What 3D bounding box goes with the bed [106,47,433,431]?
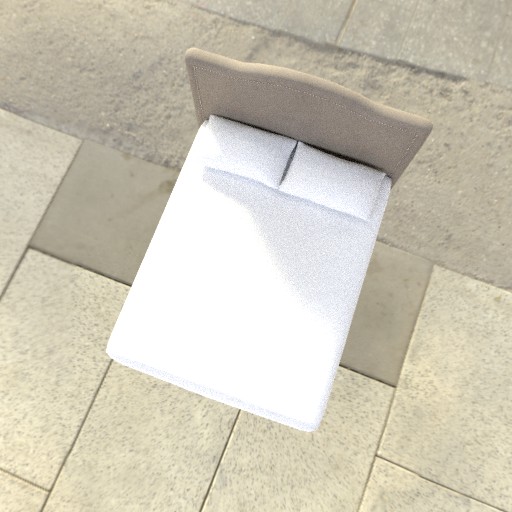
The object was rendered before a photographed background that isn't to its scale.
[{"bbox_3d":[0.000,0.000,3.237,1.744,1.441,2.128,19,76,5],"label":"bed"}]
